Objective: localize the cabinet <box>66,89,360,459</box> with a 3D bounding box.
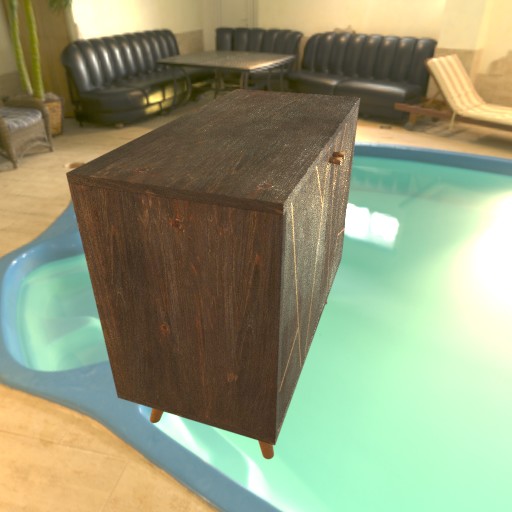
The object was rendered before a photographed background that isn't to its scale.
[{"bbox_3d":[0.000,0.000,1.539,0.529,0.897,1.023,10,32,16],"label":"cabinet"}]
